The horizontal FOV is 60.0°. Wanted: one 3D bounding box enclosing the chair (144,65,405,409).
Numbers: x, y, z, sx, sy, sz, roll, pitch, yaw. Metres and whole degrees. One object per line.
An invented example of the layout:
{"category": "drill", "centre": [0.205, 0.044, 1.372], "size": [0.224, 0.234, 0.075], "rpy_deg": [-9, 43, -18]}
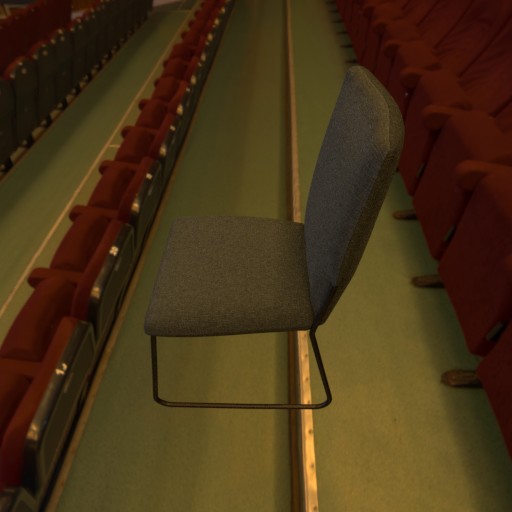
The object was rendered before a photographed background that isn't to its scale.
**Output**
{"category": "chair", "centre": [0.000, 0.000, 1.274], "size": [0.635, 0.931, 0.480], "rpy_deg": [1, 42, 1]}
